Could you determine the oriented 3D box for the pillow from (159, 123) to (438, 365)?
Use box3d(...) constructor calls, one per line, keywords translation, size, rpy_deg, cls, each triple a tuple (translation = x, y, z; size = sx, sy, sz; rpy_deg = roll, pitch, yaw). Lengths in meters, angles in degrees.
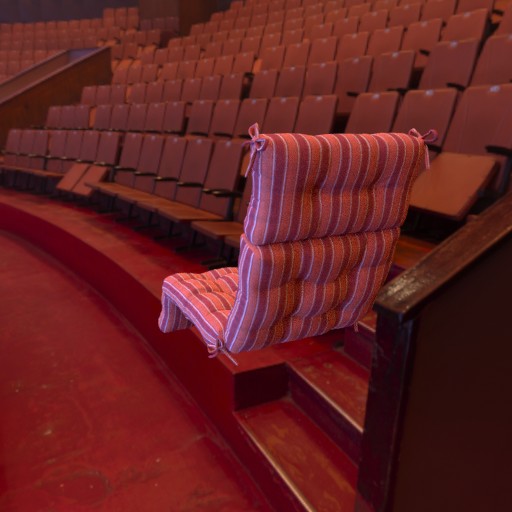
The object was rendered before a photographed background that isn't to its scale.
box3d(translation=(0.000, 0.000, 1.527), size=(0.526, 0.863, 1.016), rpy_deg=(-8, 18, -26), cls="pillow")
